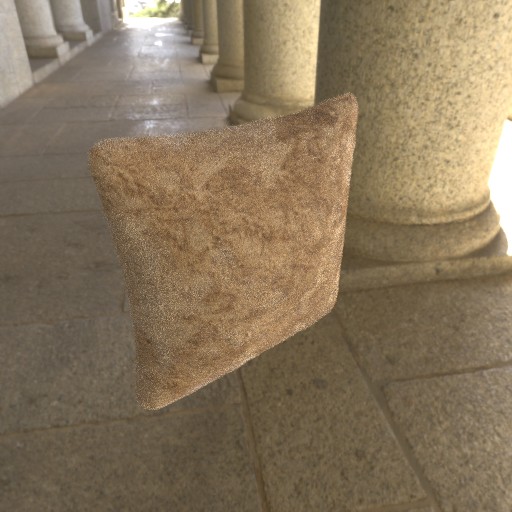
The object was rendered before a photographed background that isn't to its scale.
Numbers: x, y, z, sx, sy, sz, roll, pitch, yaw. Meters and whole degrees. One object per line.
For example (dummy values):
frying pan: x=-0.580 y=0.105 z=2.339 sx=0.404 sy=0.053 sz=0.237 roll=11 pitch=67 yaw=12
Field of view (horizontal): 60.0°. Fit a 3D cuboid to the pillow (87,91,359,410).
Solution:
pillow: x=0.000 y=0.000 z=0.832 sx=0.538 sy=0.525 sz=0.216 roll=-23 pitch=38 yaw=-33
